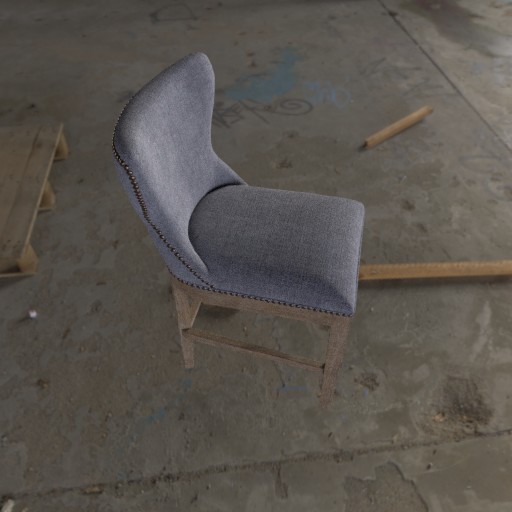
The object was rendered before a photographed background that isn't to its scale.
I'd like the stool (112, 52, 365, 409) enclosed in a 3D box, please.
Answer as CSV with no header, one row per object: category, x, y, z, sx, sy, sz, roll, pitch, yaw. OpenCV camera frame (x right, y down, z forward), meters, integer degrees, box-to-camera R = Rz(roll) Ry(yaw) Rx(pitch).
stool,0.000,0.000,1.325,0.608,0.981,0.498,10,49,9
